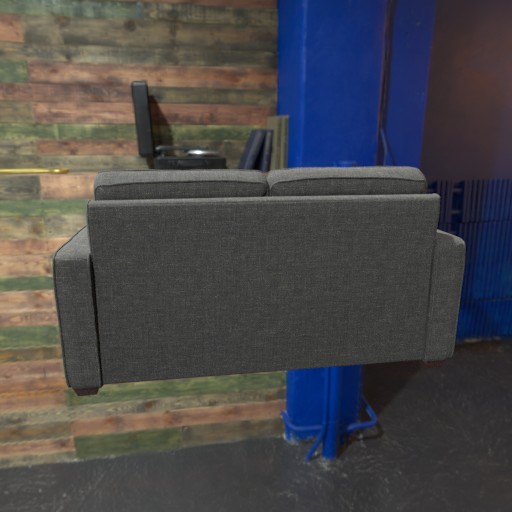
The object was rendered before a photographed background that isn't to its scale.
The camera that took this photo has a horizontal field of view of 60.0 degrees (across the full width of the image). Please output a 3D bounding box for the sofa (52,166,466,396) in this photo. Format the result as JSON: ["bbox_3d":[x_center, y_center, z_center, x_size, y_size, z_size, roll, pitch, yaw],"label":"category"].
[{"bbox_3d":[0.000,0.000,2.242,1.709,0.918,0.947,-2,15,-8],"label":"sofa"}]
